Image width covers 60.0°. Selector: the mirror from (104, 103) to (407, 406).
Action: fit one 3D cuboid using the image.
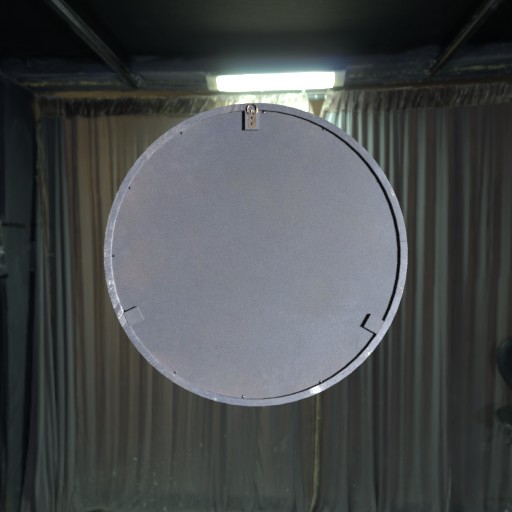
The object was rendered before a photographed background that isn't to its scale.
[{"bbox_3d":[0.000,0.000,1.052,0.710,0.710,0.038,0,2,0],"label":"mirror"}]
